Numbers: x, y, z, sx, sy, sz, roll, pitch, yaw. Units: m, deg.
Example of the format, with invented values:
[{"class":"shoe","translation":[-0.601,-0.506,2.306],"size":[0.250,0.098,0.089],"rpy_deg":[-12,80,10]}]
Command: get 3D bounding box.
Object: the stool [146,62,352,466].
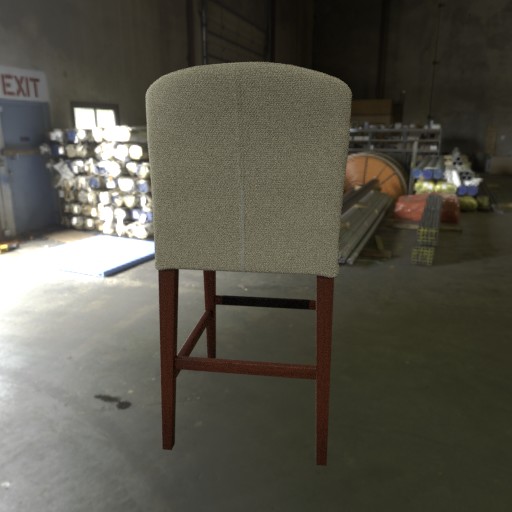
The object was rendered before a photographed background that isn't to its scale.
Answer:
[{"class":"stool","translation":[0.000,0.000,1.287],"size":[0.481,0.969,0.568],"rpy_deg":[2,16,8]}]
